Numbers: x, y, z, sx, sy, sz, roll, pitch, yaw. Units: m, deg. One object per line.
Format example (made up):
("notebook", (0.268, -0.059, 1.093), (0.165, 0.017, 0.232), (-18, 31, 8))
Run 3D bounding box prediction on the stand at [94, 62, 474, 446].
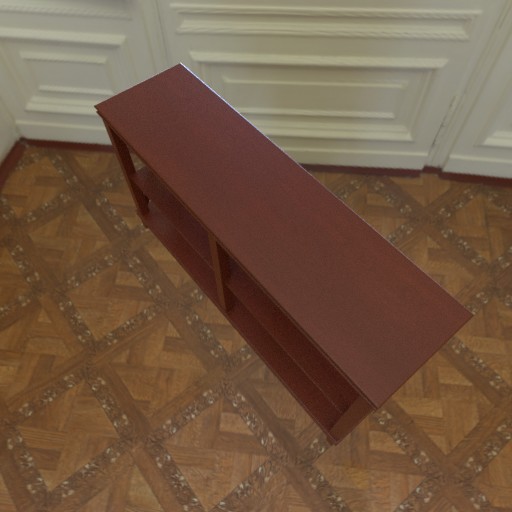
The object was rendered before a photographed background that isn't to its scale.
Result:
("stand", (0.000, 0.000, 1.719), (0.381, 0.762, 1.372), (-36, 66, -19))
